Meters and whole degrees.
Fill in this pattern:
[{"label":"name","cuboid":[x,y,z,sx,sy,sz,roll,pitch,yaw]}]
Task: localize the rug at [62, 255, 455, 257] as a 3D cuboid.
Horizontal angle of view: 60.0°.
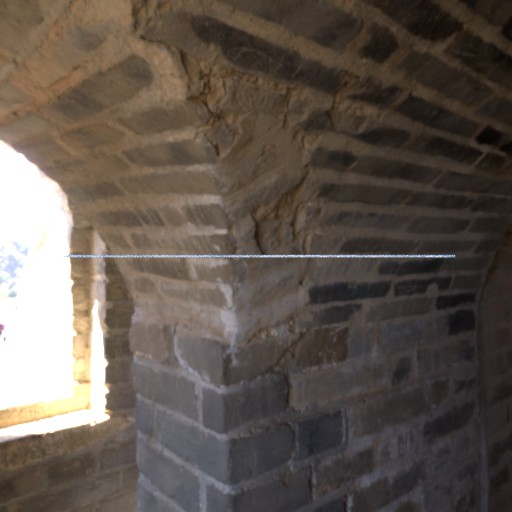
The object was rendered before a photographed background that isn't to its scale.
[{"label":"rug","cuboid":[0.000,0.000,2.162,1.142,0.006,1.752,0,0,-1]}]
